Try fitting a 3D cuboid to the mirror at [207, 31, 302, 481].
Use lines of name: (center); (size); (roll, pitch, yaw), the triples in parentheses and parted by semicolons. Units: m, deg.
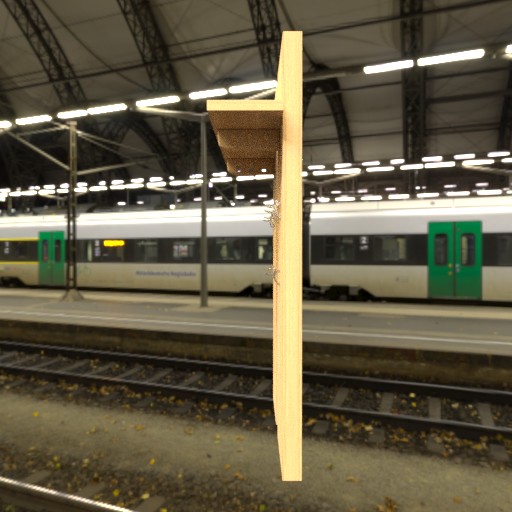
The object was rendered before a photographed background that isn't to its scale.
mirror: (0.000, 0.000, 1.586); (0.260, 1.250, 0.800); (0, 0, 0)
